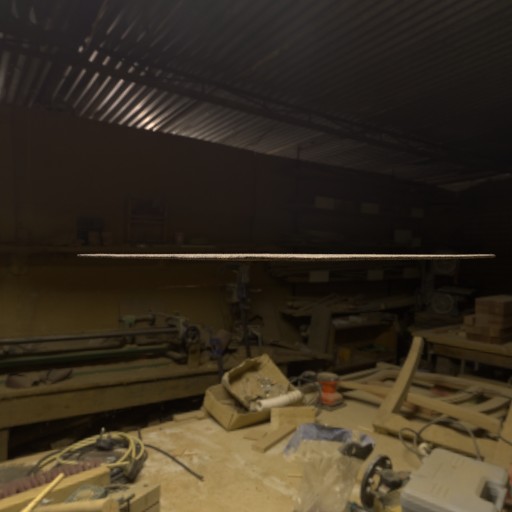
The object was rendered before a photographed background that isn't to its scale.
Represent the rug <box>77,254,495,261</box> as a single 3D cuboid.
[{"bbox_3d":[0.000,0.000,4.135,2.414,0.036,3.199,0,1,-36],"label":"rug"}]
